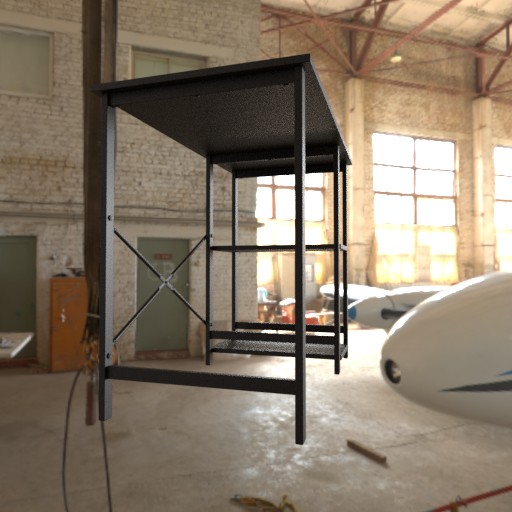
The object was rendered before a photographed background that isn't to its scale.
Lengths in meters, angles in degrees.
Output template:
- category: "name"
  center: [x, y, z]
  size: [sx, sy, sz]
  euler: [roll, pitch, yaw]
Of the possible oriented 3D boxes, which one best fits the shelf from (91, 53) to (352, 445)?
- category: "shelf"
  center: [0.000, 0.000, 1.341]
  size: [0.498, 0.749, 0.902]
  euler: [0, -2, 17]
